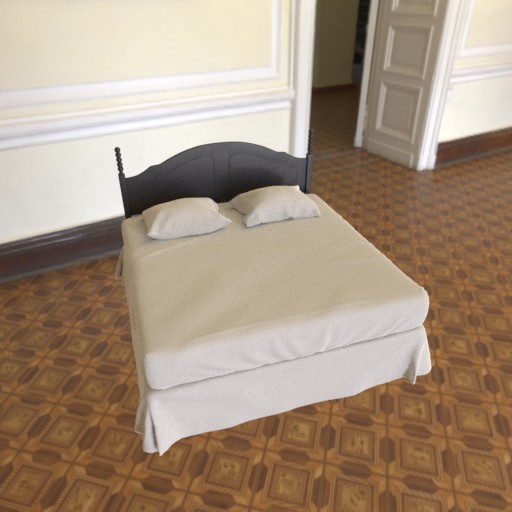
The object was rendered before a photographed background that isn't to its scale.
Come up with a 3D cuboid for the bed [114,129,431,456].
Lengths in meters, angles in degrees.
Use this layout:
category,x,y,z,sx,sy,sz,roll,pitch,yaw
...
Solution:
category,x,y,z,sx,sy,sz,roll,pitch,yaw
bed,0.000,0.000,3.617,2.322,1.355,2.219,-10,32,-15
